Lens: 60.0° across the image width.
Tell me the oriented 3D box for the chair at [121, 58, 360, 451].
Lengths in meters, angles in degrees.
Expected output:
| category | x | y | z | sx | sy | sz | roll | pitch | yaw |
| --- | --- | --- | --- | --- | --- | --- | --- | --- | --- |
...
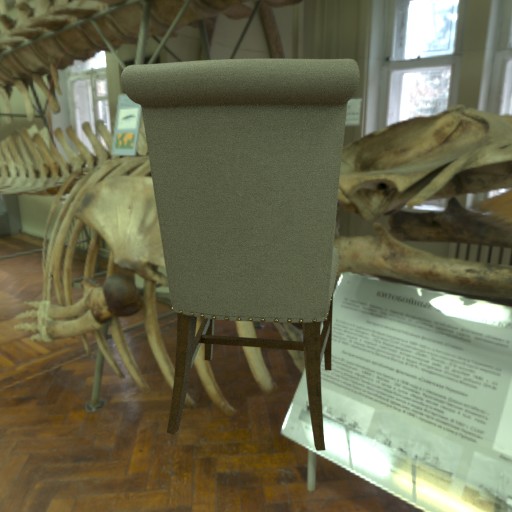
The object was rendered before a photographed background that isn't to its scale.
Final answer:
| category | x | y | z | sx | sy | sz | roll | pitch | yaw |
| --- | --- | --- | --- | --- | --- | --- | --- | --- | --- |
| chair | 0.000 | 0.000 | 1.306 | 0.513 | 0.988 | 0.608 | 2 | 15 | 9 |
